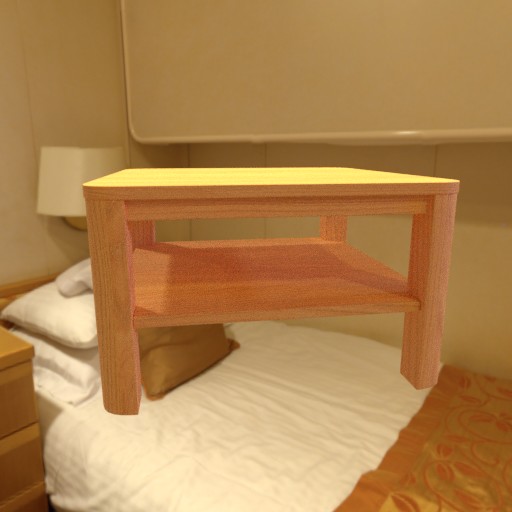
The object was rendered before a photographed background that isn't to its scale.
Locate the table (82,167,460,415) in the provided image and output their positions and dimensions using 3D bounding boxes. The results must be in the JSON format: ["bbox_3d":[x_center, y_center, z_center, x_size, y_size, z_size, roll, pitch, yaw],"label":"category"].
[{"bbox_3d":[0.000,0.000,1.229,0.750,0.450,0.750,-2,14,-9],"label":"table"}]
